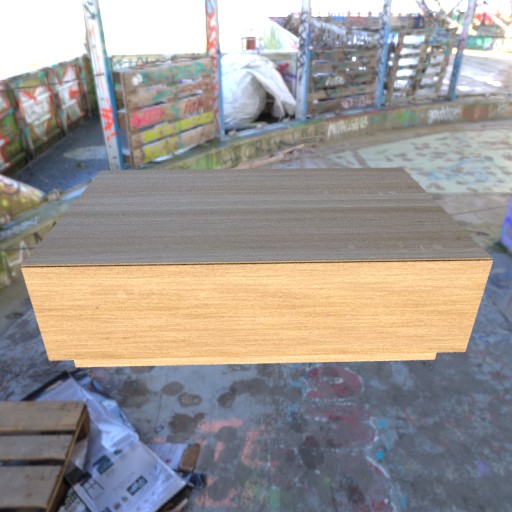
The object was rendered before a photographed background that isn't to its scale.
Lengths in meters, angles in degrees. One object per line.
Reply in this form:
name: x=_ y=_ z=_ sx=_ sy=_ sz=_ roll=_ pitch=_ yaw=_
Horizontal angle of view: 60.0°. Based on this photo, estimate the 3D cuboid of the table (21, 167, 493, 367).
table: x=0.000 y=0.000 z=1.421 sx=1.110 sy=0.353 sz=0.678 roll=-1 pitch=30 yaw=-2
